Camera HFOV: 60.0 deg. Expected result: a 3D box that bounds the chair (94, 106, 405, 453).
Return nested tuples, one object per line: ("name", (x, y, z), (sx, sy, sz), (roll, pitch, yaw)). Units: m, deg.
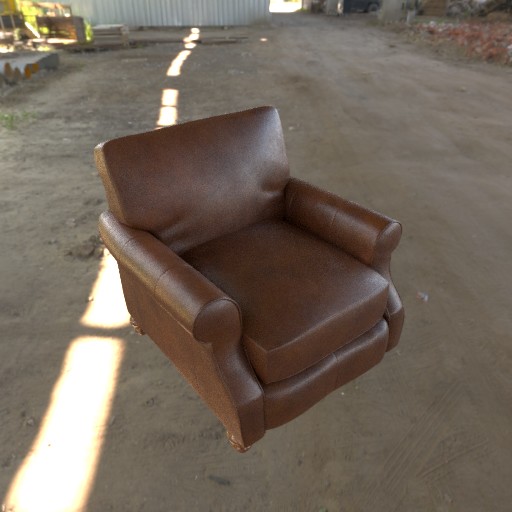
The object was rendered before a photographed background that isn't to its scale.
("chair", (0.000, 0.000, 1.780), (0.989, 0.972, 0.992), (-22, 37, -32))
